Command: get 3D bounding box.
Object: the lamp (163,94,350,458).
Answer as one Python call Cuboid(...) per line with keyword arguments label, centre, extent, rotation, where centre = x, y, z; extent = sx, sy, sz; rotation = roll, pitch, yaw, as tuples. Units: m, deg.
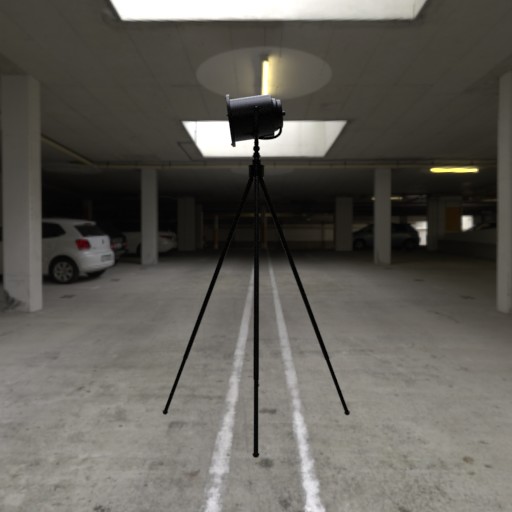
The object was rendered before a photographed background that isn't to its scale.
Cuboid(label="lamp", centre=(0.000, 0.000, 2.083), extent=(0.884, 1.504, 0.879), rotation=(0, 1, 1))
